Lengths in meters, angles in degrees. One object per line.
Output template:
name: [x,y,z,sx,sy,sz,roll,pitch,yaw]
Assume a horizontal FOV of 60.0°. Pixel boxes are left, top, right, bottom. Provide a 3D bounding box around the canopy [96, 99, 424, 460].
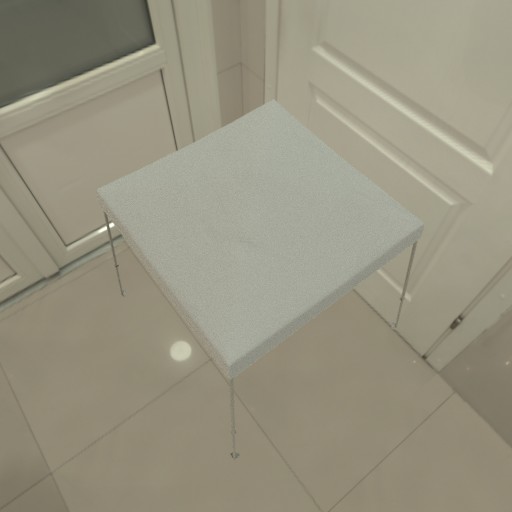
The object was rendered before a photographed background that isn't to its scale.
canopy: [0.000,0.000,5.189,2.848,2.849,2.849,-33,63,-19]
